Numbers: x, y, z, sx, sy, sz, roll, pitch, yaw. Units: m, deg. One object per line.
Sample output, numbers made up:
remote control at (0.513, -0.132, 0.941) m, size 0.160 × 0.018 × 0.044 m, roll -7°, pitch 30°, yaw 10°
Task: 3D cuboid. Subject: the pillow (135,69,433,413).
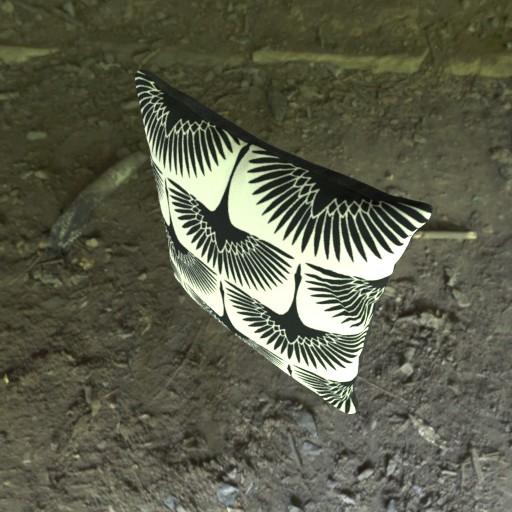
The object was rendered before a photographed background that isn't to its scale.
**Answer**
pillow at (0.000, 0.000, 0.655) m, size 0.432 × 0.432 × 0.139 m, roll 33°, pitch 55°, yaw 27°
